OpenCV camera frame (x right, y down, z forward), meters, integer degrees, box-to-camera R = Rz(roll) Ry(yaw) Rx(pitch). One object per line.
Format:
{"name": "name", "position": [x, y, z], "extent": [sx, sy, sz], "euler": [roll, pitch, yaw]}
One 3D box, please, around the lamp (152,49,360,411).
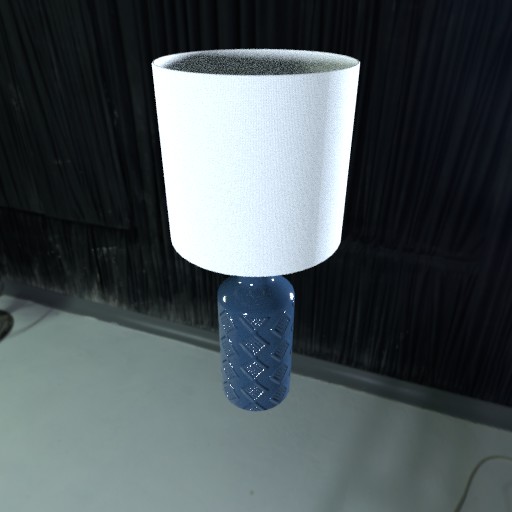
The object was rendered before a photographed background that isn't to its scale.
{"name": "lamp", "position": [0.000, 0.000, 0.565], "extent": [0.207, 0.461, 0.207], "euler": [9, 32, 14]}
